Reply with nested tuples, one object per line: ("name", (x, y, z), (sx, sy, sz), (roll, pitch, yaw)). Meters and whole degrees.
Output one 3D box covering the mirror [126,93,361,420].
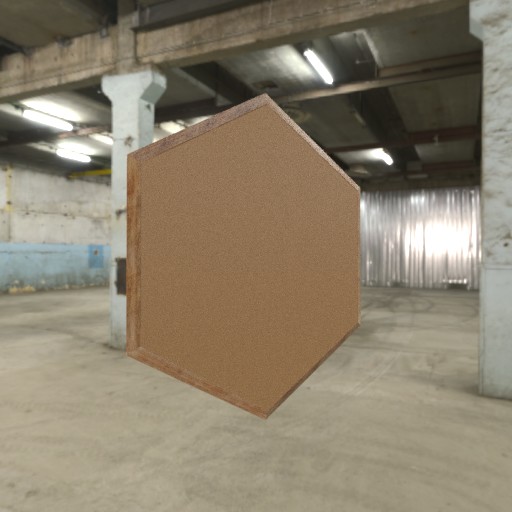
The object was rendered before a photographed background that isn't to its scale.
("mirror", (0.000, 0.000, 1.087), (0.675, 0.779, 0.091), (0, -1, -36))
